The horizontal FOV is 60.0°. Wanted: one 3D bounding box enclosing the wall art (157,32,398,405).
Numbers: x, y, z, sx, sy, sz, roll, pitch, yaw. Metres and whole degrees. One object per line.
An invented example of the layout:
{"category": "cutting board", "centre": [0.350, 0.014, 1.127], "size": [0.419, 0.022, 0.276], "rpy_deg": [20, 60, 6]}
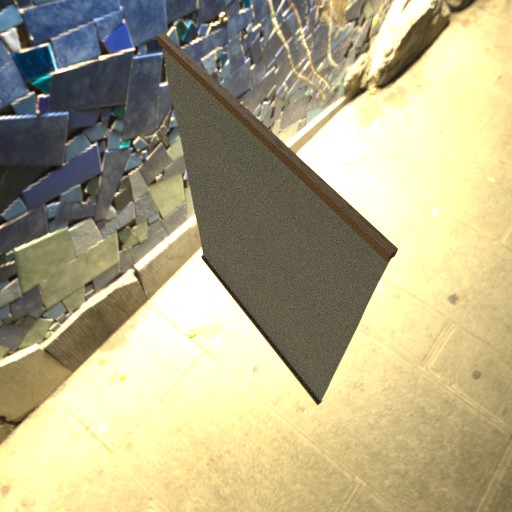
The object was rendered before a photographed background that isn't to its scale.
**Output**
{"category": "wall art", "centre": [0.000, 0.000, 0.790], "size": [0.011, 0.605, 0.458], "rpy_deg": [-32, 63, -18]}
